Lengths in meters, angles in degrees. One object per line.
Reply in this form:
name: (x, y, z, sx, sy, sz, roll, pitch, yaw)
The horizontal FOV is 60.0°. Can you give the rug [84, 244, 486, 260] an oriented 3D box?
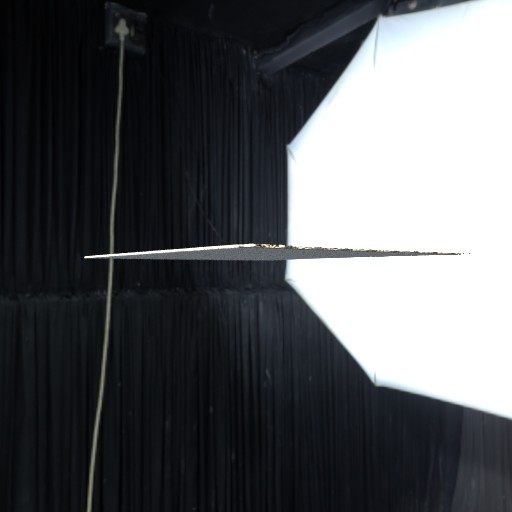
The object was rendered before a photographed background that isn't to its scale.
rug: (0.000, 0.000, 2.276, 1.278, 0.009, 1.726, 1, -2, -36)
